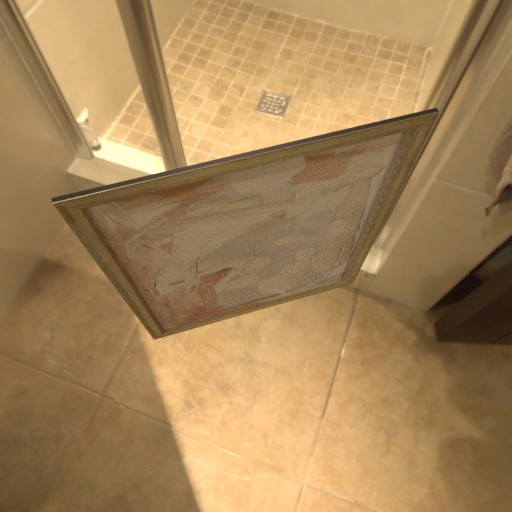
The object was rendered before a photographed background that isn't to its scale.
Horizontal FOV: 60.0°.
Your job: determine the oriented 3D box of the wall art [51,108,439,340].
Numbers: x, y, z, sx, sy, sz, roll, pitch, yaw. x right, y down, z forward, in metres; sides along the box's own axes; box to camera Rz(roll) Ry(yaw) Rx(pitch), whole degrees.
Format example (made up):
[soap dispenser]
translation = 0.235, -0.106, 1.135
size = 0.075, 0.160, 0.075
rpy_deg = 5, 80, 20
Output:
[wall art]
translation = 0.000, 0.000, 0.782
size = 0.483, 0.559, 0.009
rpy_deg = -15, 65, -7
